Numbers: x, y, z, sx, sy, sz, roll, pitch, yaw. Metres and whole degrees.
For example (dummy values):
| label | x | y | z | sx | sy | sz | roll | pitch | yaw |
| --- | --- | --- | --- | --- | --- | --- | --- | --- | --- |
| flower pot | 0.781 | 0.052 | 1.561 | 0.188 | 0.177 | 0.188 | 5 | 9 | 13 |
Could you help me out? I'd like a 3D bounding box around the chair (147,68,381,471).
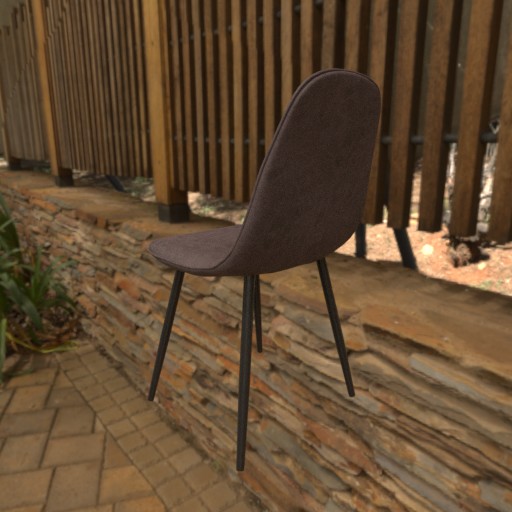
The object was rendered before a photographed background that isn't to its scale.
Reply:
| label | x | y | z | sx | sy | sz | roll | pitch | yaw |
| --- | --- | --- | --- | --- | --- | --- | --- | --- | --- |
| chair | 0.000 | 0.000 | 1.209 | 0.472 | 0.889 | 0.561 | -14 | 20 | -42 |
